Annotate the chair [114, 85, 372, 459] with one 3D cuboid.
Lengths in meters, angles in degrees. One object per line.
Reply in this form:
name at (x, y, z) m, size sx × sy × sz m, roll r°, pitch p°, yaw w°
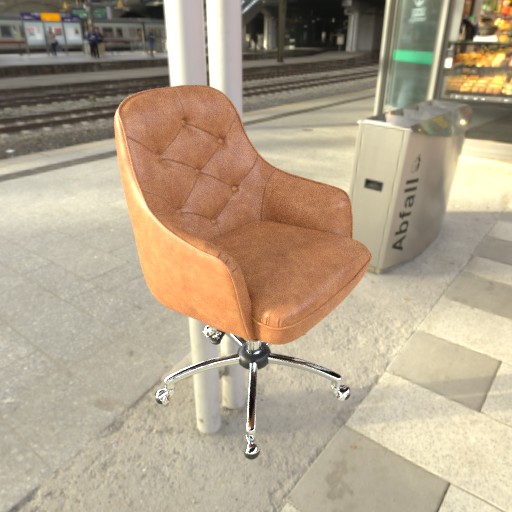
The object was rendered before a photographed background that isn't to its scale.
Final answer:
chair at (0.000, 0.000, 1.307) m, size 0.615 × 0.909 × 0.628 m, roll 18°, pitch 31°, yaw 32°
